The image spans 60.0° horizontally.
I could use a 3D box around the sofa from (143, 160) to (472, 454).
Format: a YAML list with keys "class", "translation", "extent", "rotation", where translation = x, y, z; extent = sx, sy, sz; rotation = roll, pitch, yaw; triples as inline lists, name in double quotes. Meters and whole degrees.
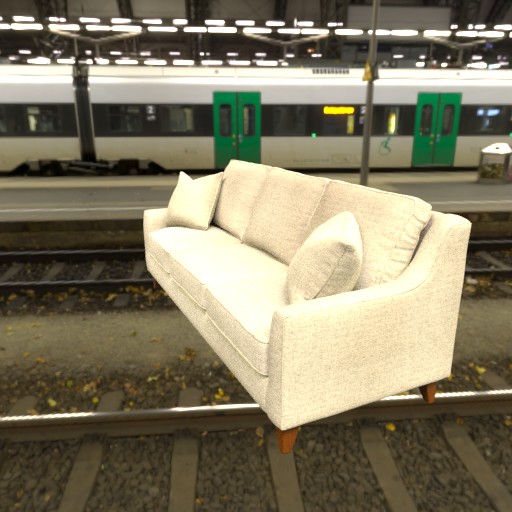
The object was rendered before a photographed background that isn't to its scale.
- class: "sofa"
  translation: [0.000, 0.000, 2.472]
  extent: [0.865, 0.914, 2.031]
  rotation: [-8, 18, -25]
